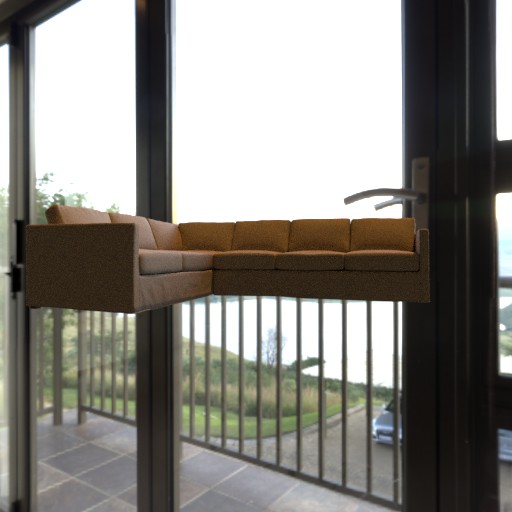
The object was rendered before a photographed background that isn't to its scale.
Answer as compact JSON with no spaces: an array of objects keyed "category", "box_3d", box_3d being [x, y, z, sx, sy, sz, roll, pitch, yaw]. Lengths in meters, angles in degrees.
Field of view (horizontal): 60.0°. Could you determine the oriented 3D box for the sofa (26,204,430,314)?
[{"category":"sofa","box_3d":[0.000,0.000,4.281,3.182,0.871,2.432,0,0,17]}]
